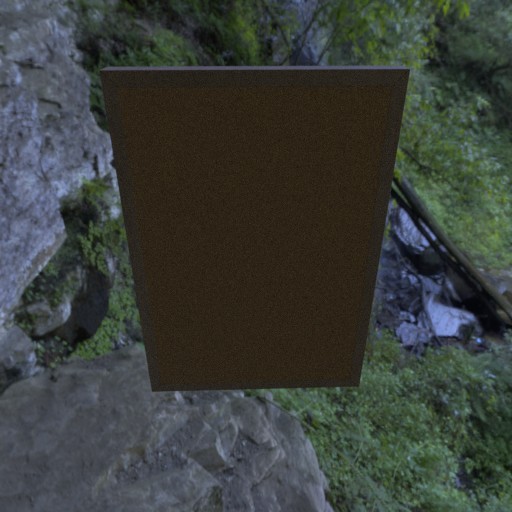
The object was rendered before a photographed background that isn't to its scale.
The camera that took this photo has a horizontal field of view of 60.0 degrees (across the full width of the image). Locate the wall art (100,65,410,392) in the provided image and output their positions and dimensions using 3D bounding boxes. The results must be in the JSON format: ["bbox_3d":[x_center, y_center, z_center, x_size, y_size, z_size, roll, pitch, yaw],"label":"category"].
[{"bbox_3d":[0.000,0.000,0.646,0.356,0.509,0.031,-1,30,-2],"label":"wall art"}]
